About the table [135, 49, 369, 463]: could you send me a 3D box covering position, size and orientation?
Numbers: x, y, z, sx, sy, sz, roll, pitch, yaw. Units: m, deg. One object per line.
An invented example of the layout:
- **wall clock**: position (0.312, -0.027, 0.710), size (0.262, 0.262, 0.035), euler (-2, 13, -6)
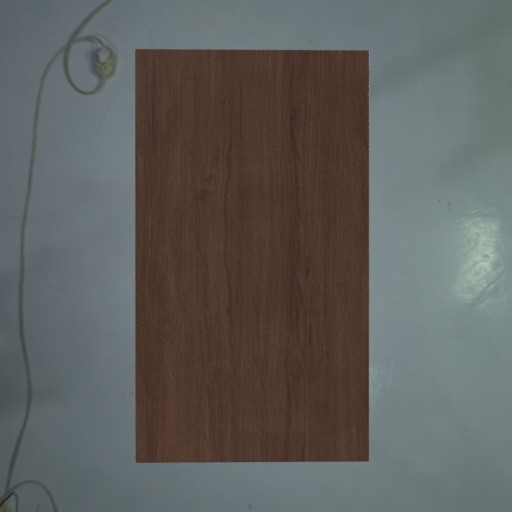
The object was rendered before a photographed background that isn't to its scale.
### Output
- **table**: position (0.000, 0.000, 1.286), size (0.600, 0.380, 1.020), euler (0, 90, -1)
